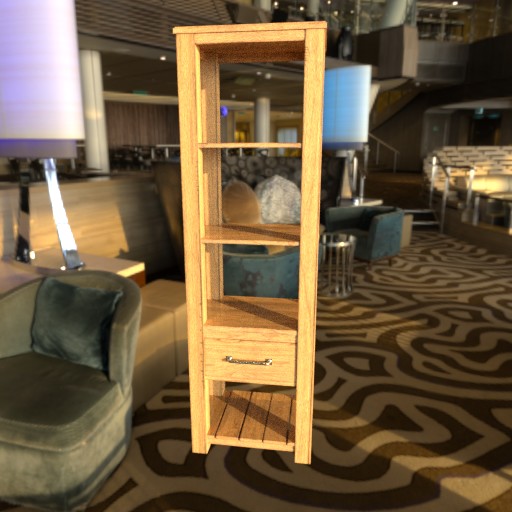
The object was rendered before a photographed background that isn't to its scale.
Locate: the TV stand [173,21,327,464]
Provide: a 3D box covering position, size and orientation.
[{"bbox_3d":[0.000,0.000,2.014,0.565,1.828,0.435,2,14,8],"label":"TV stand"}]
